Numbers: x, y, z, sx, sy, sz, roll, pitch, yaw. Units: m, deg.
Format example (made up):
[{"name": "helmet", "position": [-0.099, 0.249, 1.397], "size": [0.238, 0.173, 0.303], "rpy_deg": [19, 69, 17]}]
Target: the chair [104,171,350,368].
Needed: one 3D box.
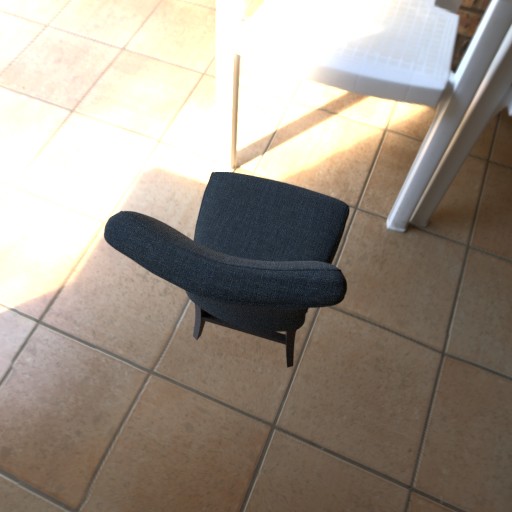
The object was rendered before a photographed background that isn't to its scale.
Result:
[{"name": "chair", "position": [0.000, 0.000, 1.430], "size": [0.520, 0.991, 0.660], "rpy_deg": [15, 65, 7]}]
